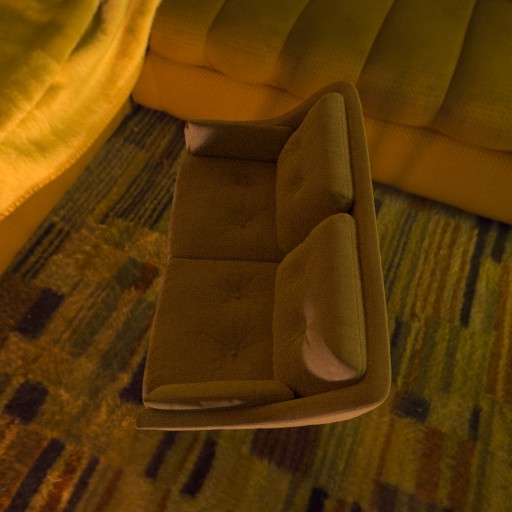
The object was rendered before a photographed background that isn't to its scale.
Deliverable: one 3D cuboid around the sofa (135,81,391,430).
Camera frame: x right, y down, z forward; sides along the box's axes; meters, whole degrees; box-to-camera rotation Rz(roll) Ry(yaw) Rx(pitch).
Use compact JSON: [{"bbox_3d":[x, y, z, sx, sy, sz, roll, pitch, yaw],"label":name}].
[{"bbox_3d":[0.000,0.000,2.162,0.965,0.888,1.652,2,60,1],"label":"sofa"}]
